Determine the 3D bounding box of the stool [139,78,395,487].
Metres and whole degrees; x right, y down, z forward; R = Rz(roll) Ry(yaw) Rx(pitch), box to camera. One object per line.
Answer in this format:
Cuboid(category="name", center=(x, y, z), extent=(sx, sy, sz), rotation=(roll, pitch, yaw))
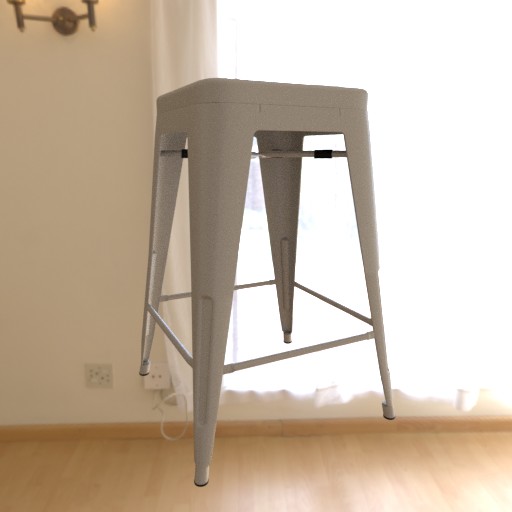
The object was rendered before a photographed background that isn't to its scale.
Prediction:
Cuboid(category="stool", center=(0.000, 0.000, 0.877), extent=(0.410, 0.608, 0.410), rotation=(-7, 15, -26))
